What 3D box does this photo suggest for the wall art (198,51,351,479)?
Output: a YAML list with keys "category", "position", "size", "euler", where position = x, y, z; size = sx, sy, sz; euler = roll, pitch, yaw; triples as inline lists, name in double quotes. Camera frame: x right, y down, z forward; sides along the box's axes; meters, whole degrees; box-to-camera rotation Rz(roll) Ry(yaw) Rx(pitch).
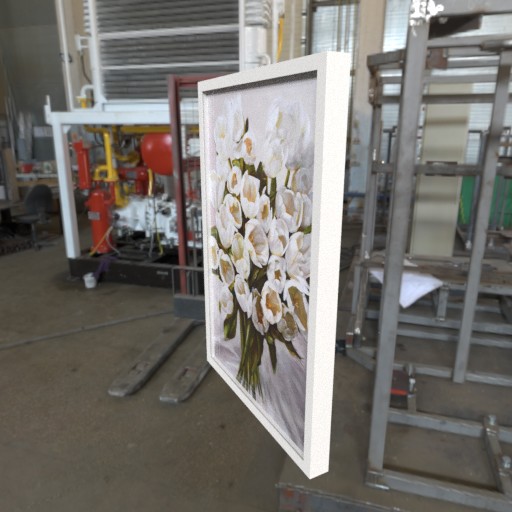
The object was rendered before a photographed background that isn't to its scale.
- category: "wall art"
  position: [0.000, 0.000, 0.552]
  size: [0.025, 0.428, 0.293]
  euler: [-8, 18, -27]
